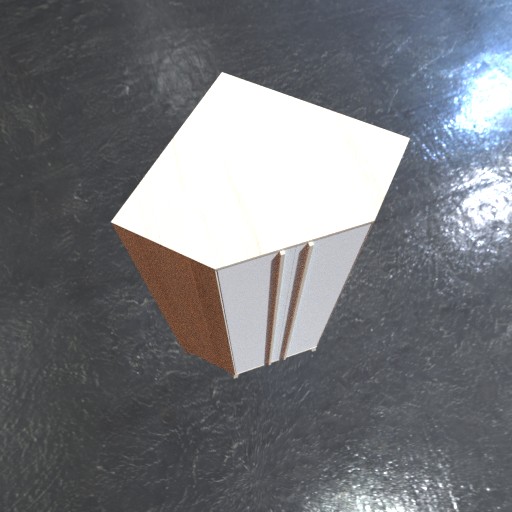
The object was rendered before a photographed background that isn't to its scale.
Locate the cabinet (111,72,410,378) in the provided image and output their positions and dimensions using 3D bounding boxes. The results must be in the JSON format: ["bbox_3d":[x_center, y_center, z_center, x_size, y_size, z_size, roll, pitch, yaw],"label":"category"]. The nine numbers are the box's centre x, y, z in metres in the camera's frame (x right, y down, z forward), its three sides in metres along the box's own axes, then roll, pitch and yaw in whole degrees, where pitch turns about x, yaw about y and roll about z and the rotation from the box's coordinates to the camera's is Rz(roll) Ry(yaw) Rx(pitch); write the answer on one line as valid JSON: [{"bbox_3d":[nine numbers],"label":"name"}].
[{"bbox_3d":[0.000,0.000,2.719,1.272,1.957,0.969,-17,64,-8],"label":"cabinet"}]
